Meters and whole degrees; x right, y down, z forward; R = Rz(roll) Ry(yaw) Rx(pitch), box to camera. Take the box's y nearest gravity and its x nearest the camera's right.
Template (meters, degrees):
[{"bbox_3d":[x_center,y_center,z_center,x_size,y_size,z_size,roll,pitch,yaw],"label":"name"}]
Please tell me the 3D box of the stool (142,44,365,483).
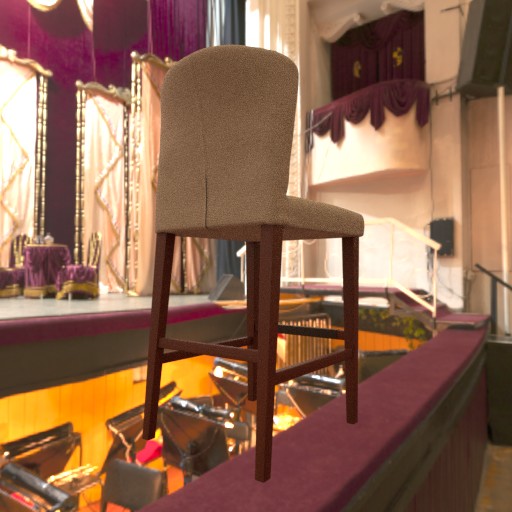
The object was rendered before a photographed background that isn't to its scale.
[{"bbox_3d":[0.000,0.000,1.374,0.481,1.069,0.568,-1,-2,38],"label":"stool"}]
